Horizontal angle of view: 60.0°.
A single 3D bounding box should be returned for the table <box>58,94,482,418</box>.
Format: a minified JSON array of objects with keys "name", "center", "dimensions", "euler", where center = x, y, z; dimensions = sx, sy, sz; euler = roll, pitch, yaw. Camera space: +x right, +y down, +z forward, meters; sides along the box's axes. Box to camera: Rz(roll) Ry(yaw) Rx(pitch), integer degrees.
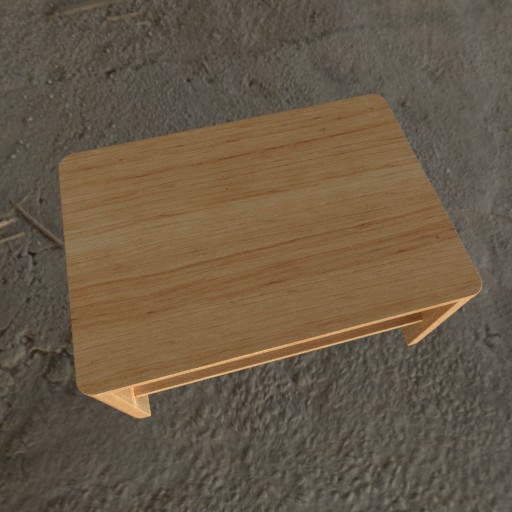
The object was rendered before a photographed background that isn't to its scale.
[{"name":"table","center":[0.000,0.000,1.379],"dimensions":[0.997,0.445,0.696],"euler":[-13,64,-7]}]
